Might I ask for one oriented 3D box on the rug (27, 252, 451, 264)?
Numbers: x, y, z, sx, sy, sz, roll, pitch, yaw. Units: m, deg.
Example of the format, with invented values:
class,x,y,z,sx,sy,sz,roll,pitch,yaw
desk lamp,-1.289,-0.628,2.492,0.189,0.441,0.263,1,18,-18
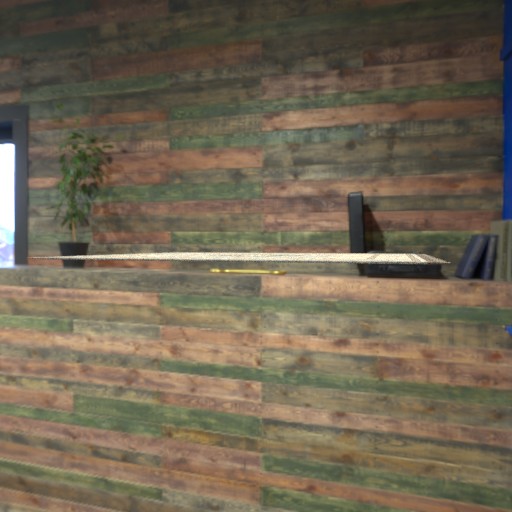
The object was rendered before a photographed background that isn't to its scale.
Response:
class,x,y,z,sx,sy,sz,roll,pitch,yaw
rug,0.000,0.000,2.297,1.730,0.009,1.278,0,2,18
